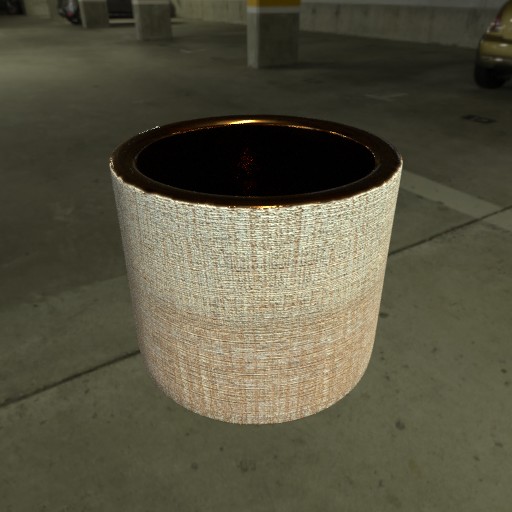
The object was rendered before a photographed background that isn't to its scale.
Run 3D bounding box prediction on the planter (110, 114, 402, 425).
[{"bbox_3d":[0.000,0.000,0.313,0.177,0.157,0.177,0,31,0],"label":"planter"}]
